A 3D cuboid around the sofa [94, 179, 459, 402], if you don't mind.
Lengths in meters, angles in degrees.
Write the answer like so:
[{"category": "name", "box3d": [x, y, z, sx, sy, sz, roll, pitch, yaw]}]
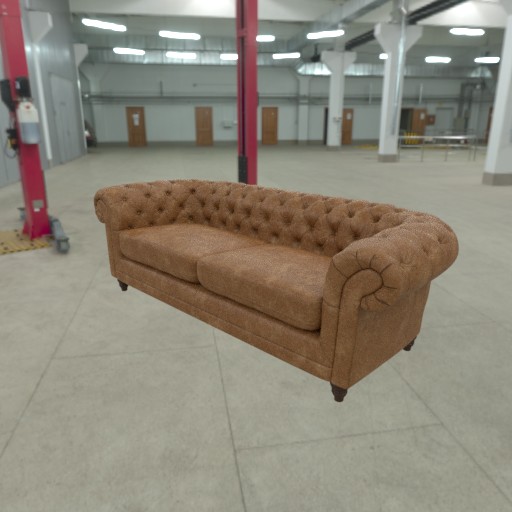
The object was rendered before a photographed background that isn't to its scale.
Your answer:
[{"category": "sofa", "box3d": [0.000, 0.000, 2.773, 2.365, 0.760, 0.989, 16, 24, 42]}]
